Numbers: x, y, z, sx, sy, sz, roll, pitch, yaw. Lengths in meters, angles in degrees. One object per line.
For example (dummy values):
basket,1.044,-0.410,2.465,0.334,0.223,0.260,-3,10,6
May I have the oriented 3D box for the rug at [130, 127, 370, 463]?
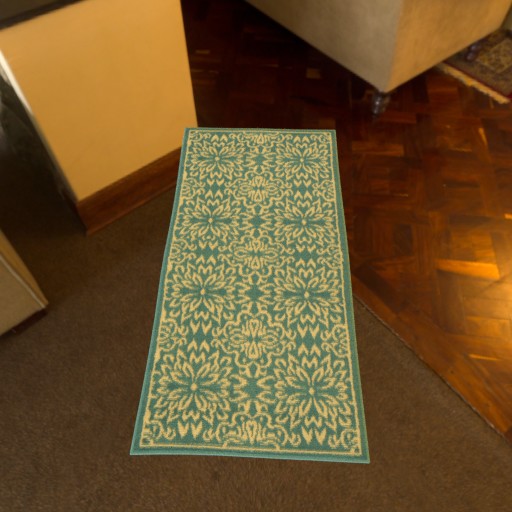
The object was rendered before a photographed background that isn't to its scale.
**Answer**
rug,0.000,0.000,1.444,0.604,0.007,1.219,1,57,1
